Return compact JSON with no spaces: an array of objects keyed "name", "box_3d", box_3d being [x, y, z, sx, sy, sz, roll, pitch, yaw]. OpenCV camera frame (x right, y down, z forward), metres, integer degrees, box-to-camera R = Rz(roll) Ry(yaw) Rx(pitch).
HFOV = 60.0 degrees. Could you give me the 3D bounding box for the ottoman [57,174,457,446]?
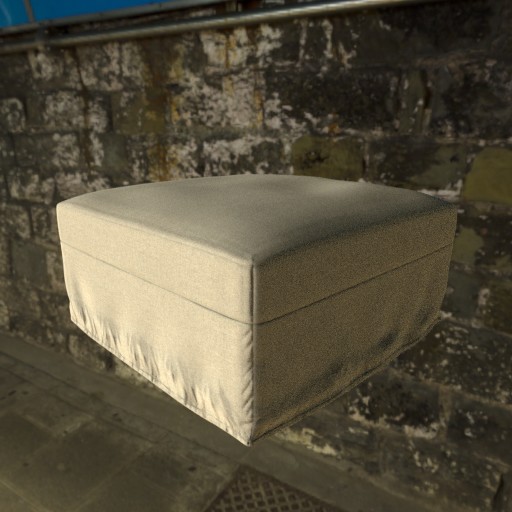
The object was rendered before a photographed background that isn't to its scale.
[{"name":"ottoman","box_3d":[0.000,0.000,1.306,0.840,0.436,0.843,-15,22,-42]}]
